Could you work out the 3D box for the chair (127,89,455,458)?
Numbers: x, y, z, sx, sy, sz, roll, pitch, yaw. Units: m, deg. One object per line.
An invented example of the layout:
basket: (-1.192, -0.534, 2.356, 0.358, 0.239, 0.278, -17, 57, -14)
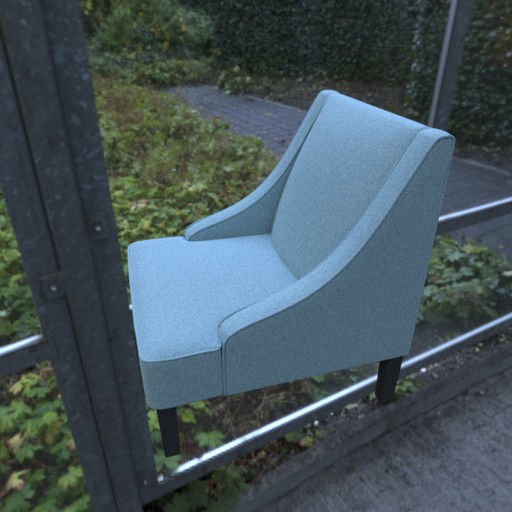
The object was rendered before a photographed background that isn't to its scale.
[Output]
chair: (0.000, 0.000, 1.823, 1.025, 1.133, 0.857, -8, 31, -15)
